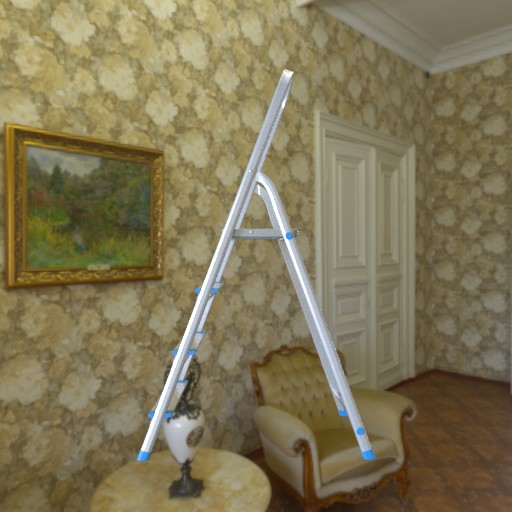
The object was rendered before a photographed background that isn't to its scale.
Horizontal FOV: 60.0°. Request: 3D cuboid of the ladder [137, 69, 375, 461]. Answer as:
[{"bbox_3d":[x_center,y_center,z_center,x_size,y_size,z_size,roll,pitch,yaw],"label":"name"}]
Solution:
[{"bbox_3d":[0.000,0.000,1.777,0.842,1.434,0.445,0,0,-1],"label":"ladder"}]
